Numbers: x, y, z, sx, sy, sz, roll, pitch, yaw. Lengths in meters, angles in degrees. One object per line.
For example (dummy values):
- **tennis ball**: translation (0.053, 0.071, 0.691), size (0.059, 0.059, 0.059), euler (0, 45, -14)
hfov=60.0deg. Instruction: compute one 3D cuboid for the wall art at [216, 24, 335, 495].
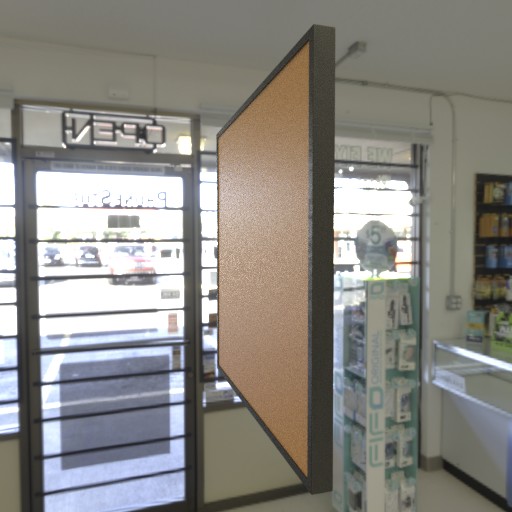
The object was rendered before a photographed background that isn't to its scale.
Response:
- **wall art**: translation (0.000, 0.000, 1.087), size (0.039, 0.763, 0.763), euler (-1, 2, -17)
